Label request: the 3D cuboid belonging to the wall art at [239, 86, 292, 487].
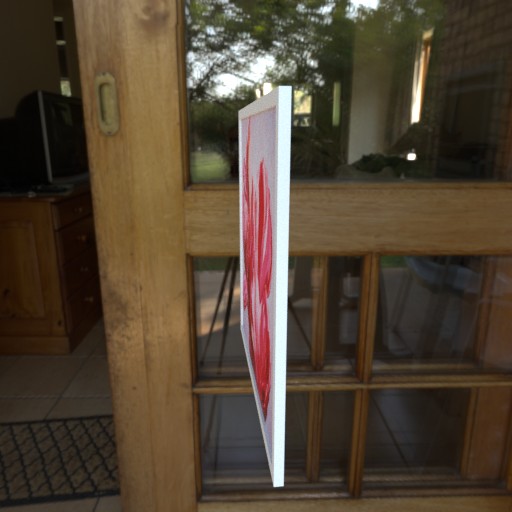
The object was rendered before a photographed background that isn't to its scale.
[{"bbox_3d":[0.000,0.000,1.226,0.022,0.803,0.805,-2,15,-7],"label":"wall art"}]
